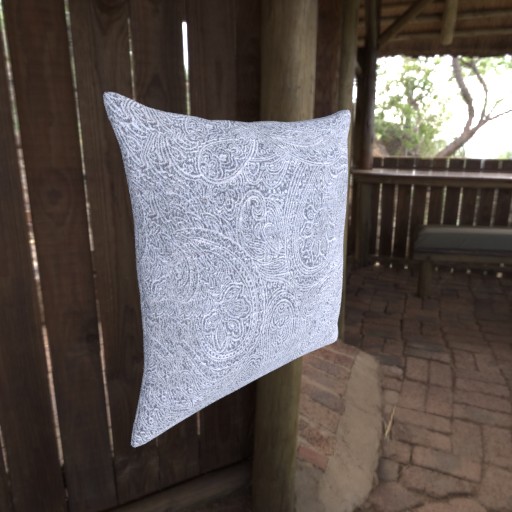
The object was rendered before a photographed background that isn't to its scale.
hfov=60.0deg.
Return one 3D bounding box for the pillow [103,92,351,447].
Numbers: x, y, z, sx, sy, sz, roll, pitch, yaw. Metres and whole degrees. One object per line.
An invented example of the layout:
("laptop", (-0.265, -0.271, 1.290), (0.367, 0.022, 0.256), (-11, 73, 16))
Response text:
("pillow", (0.000, 0.000, 0.780), (0.523, 0.510, 0.166), (-14, 20, -42))
